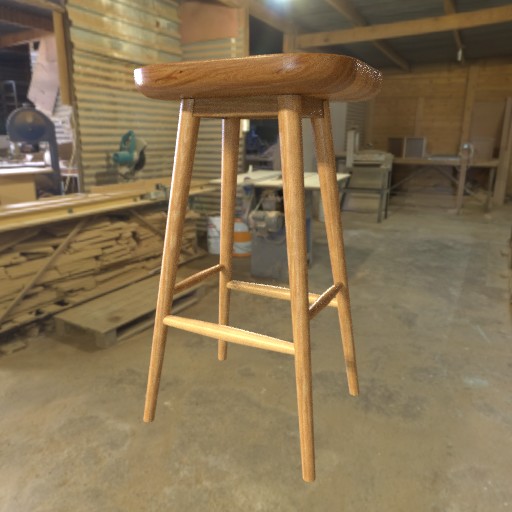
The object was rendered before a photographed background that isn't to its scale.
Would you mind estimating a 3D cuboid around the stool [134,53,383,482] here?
[{"bbox_3d":[0.000,0.000,0.903,0.407,0.698,0.322,8,17,26],"label":"stool"}]
